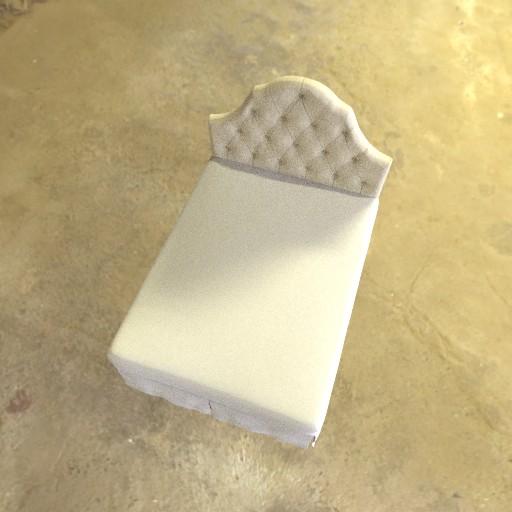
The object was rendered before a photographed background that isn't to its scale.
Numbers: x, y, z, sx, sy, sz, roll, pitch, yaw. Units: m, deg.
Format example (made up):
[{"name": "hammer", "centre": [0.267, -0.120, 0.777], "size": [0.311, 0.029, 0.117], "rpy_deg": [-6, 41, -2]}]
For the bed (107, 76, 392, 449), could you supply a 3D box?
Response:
[{"name": "bed", "centre": [0.000, 0.000, 3.260], "size": [1.627, 1.575, 2.092], "rpy_deg": [16, 60, 10]}]
